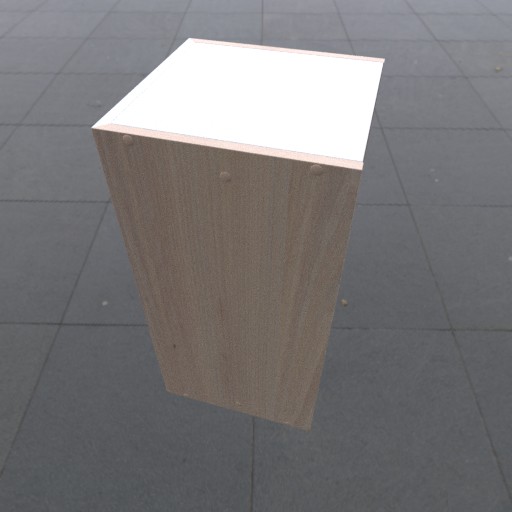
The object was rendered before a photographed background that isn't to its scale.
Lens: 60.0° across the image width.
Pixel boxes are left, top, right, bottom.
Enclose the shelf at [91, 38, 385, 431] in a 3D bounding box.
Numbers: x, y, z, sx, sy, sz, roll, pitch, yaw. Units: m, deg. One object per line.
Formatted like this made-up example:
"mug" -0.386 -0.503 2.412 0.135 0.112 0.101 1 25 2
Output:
"shelf" 0.000 0.000 0.768 0.297 0.594 0.290 11 46 11
